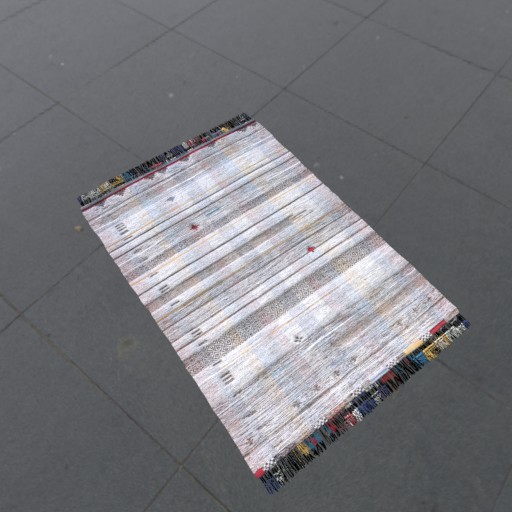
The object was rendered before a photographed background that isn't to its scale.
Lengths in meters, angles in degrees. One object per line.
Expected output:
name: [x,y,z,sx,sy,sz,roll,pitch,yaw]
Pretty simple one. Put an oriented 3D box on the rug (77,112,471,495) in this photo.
rug: [0.000,0.000,2.289,1.217,0.012,1.848,-32,64,-18]
